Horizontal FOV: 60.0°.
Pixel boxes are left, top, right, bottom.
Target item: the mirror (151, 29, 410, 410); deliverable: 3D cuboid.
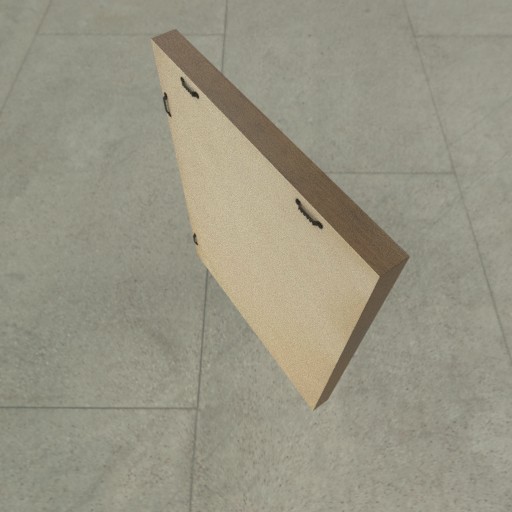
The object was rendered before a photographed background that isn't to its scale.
[{"bbox_3d":[0.000,0.000,0.678,0.041,0.509,0.406,-31,64,-17],"label":"mirror"}]
